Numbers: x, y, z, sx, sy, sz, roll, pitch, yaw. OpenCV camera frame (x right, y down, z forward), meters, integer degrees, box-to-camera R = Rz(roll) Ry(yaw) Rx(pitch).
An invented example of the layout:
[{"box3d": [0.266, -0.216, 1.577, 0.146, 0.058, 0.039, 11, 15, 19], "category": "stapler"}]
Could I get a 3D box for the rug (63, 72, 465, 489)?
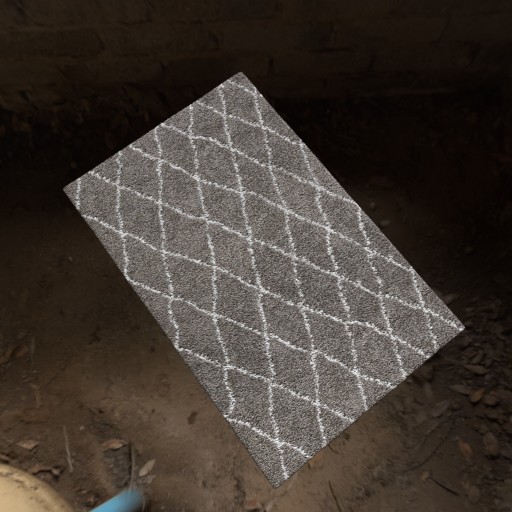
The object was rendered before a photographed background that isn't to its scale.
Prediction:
[{"box3d": [0.000, 0.000, 3.390, 1.778, 0.030, 2.743, -37, 79, -9], "category": "rug"}]
